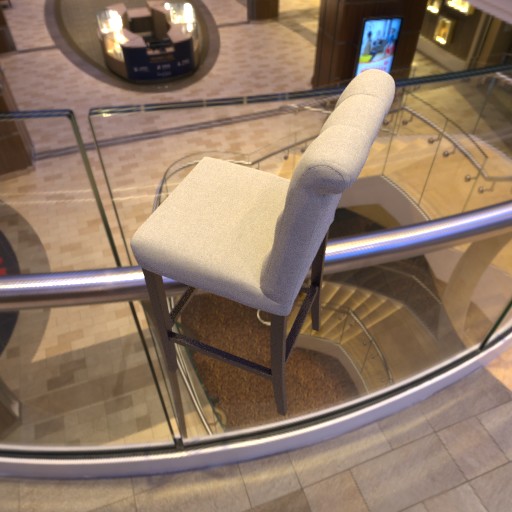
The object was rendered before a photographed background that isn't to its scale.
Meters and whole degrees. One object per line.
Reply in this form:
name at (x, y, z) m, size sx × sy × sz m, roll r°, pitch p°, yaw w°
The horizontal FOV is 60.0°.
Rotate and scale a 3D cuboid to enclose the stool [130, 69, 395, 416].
stool at (0.000, 0.000, 1.451) m, size 0.601 × 1.140 × 0.493 m, roll 17°, pitch 48°, yaw 16°
